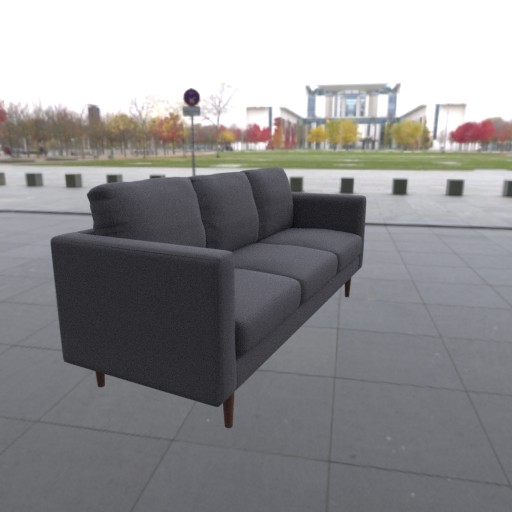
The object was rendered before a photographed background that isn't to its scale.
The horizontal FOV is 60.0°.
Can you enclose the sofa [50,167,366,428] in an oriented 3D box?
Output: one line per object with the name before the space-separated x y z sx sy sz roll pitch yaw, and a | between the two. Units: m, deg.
sofa | 0.000 0.000 2.480 0.802 0.912 2.029 7 15 26
